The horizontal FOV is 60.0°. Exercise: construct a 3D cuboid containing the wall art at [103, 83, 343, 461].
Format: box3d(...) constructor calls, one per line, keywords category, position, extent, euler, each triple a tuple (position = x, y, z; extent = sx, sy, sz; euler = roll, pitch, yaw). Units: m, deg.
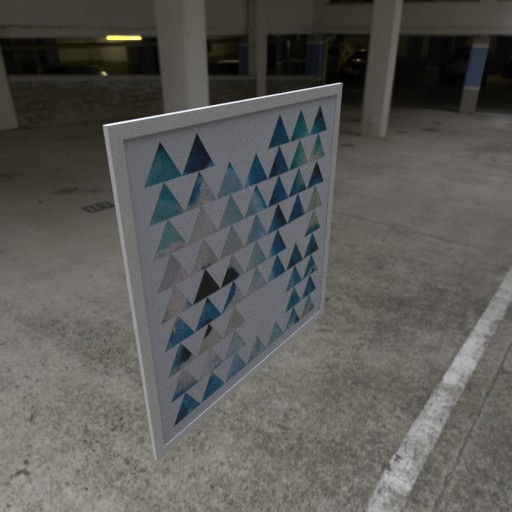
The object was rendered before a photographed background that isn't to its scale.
box3d(category="wall art", position=(0.000, 0.000, 0.675), extent=(0.007, 0.456, 0.456), euler=(20, 33, 33))
